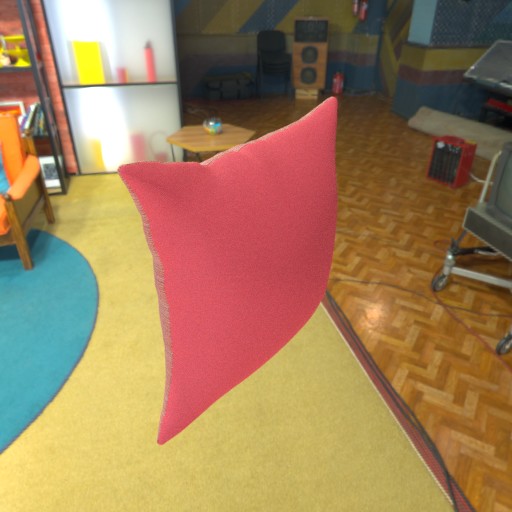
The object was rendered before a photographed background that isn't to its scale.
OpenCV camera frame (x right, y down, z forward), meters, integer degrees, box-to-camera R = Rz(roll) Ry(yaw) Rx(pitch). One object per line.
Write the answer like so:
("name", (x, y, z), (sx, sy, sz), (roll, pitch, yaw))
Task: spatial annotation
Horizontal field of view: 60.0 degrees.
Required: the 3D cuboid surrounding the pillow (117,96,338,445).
("pillow", (0.000, 0.000, 0.828), (0.229, 0.501, 0.559), (21, 37, 31))
